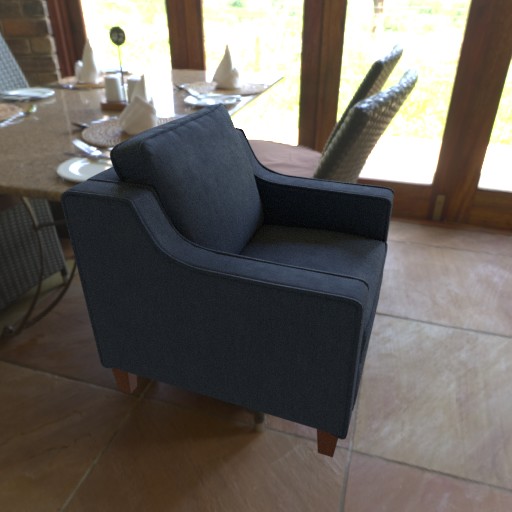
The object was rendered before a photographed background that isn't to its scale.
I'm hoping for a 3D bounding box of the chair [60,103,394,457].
[{"bbox_3d":[0.000,0.000,1.642,0.909,0.960,0.831,10,32,18],"label":"chair"}]
